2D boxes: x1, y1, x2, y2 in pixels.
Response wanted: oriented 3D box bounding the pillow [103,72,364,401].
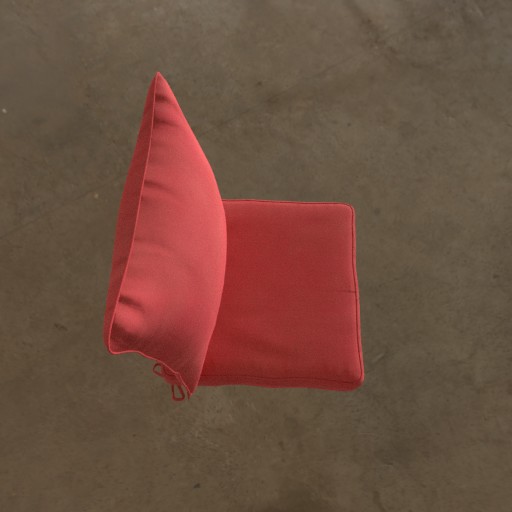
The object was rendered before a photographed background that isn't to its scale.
[{"bbox_3d":[0.000,0.000,1.360,0.733,0.725,0.798,2,65,1],"label":"pillow"}]
